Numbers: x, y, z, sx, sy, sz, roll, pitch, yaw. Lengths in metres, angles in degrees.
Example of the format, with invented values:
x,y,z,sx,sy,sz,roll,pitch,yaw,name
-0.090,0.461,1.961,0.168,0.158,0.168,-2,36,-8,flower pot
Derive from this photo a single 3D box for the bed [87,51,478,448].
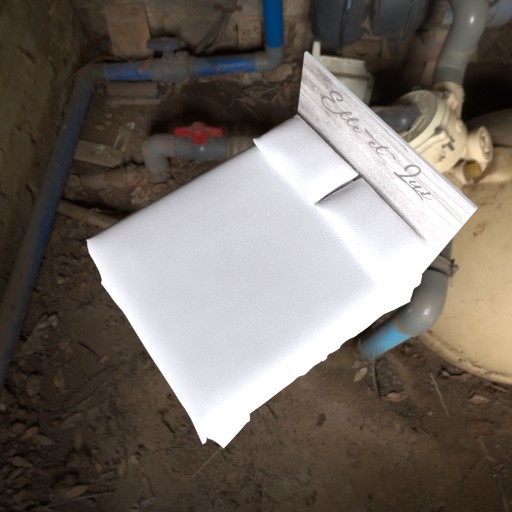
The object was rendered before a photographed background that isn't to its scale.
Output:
x,y,z,sx,sy,sz,roll,pitch,yaw,name
0.000,0.000,3.187,2.094,1.335,1.745,-33,69,-15,bed
